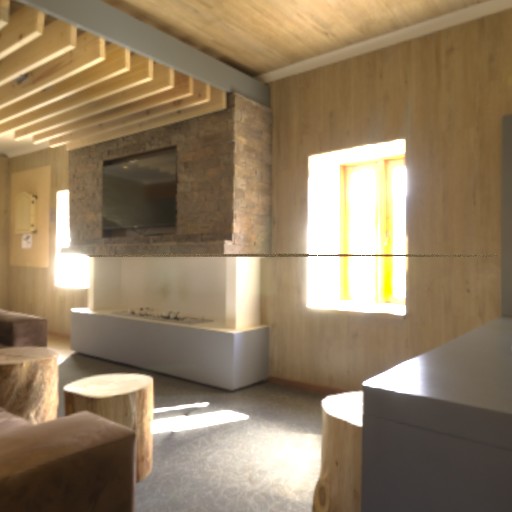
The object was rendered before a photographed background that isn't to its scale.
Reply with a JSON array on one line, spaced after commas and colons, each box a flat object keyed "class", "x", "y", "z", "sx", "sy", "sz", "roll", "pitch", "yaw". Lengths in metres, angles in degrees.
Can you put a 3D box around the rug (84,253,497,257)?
[{"class": "rug", "x": 0.000, "y": 0.000, "z": 2.162, "sx": 1.143, "sy": 0.008, "sz": 1.753, "roll": 0, "pitch": 0, "yaw": -36}]
